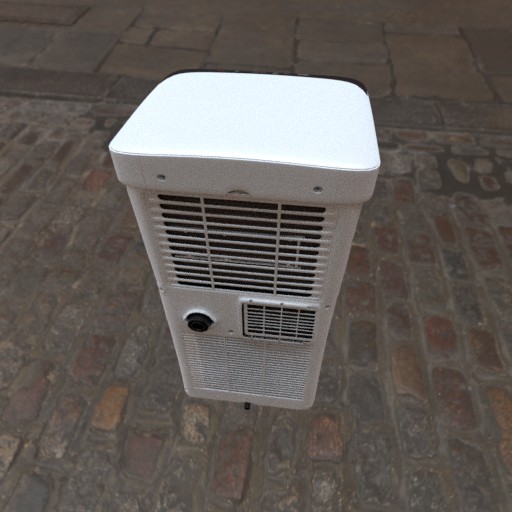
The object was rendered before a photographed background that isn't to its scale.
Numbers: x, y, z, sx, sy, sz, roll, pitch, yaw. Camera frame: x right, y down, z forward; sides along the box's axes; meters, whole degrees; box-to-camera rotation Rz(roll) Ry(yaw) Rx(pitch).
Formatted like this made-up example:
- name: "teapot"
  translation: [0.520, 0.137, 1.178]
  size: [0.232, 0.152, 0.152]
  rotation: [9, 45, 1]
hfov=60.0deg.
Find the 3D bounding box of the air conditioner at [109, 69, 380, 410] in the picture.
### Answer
- name: "air conditioner"
  translation: [0.000, 0.000, 0.919]
  size: [0.352, 0.716, 0.369]
  rotation: [5, 46, 5]
